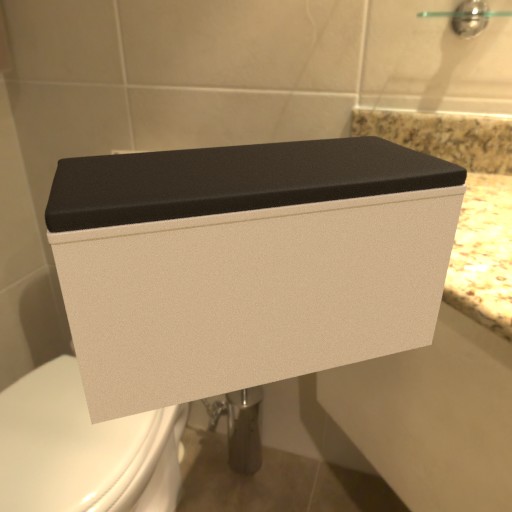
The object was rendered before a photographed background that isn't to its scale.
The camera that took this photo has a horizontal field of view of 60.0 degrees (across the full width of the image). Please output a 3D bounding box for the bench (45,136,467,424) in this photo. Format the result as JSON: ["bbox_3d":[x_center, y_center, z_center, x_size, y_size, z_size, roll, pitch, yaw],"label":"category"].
[{"bbox_3d":[0.000,0.000,1.156,0.899,0.500,0.401,-8,28,-16],"label":"bench"}]
